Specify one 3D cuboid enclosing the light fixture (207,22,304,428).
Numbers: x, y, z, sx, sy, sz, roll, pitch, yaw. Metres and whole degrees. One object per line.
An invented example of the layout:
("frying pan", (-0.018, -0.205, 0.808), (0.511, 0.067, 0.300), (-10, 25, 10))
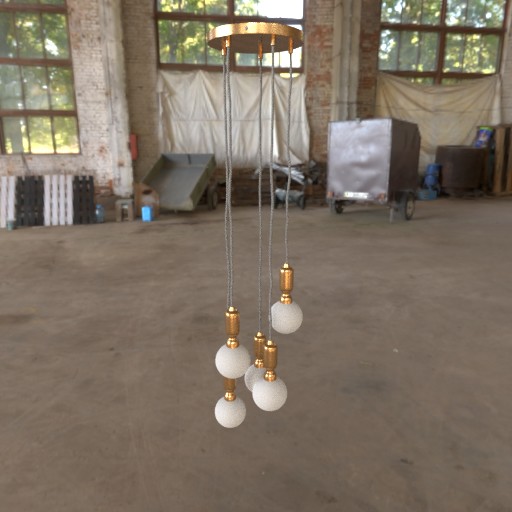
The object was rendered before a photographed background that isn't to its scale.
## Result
("light fixture", (0.000, 0.000, 0.502), (0.108, 0.457, 0.105), (2, 15, 9))
